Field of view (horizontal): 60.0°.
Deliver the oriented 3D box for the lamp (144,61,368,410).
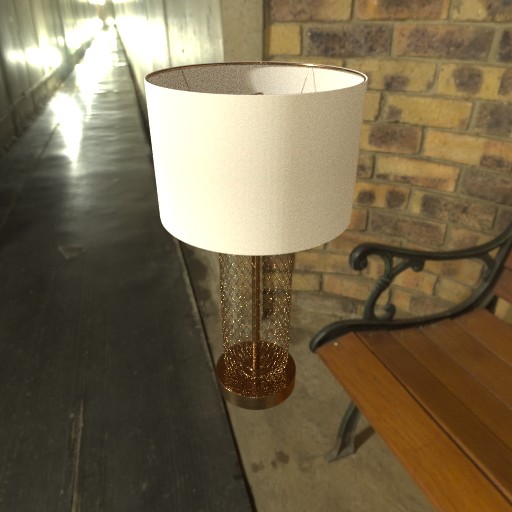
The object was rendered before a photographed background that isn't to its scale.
[{"bbox_3d":[0.000,0.000,0.632,0.252,0.483,0.252,20,36,31],"label":"lamp"}]
